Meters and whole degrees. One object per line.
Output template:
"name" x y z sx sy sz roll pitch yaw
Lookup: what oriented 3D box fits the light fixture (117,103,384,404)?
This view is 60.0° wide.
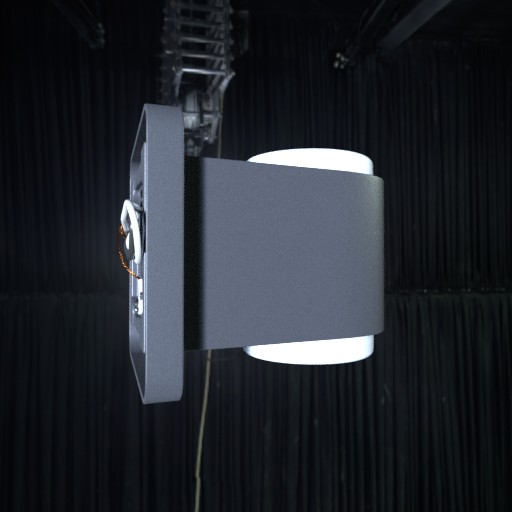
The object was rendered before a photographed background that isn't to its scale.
"light fixture" 0.000 0.000 0.220 0.132 0.109 0.109 0 -1 -19
